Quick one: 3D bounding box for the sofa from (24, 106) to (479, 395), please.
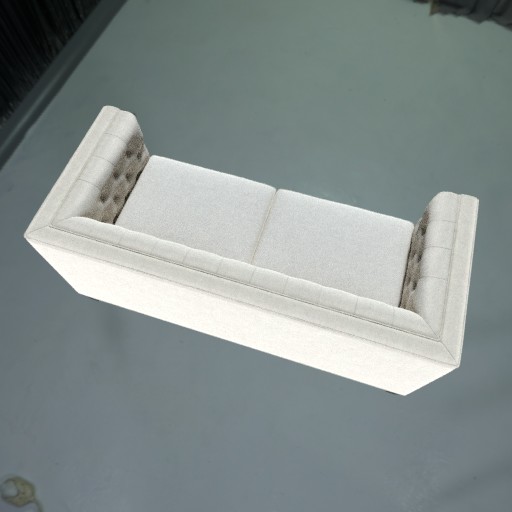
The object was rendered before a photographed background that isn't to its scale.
[{"bbox_3d":[0.000,0.000,2.200,1.778,0.762,0.775,16,65,8],"label":"sofa"}]
